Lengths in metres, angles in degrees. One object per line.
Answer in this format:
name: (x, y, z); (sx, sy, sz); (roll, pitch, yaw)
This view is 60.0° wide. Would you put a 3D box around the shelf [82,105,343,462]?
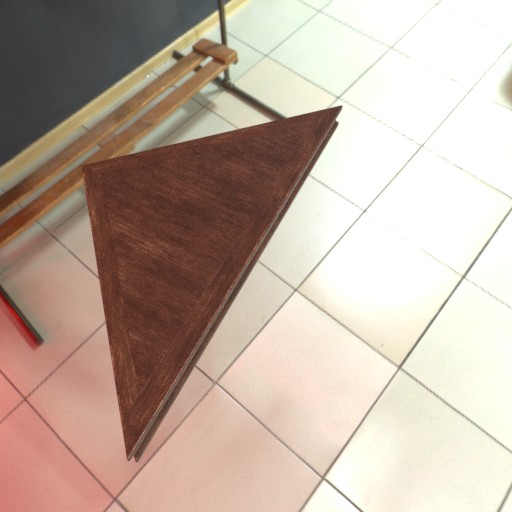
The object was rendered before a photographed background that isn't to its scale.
shelf: (0.000, 0.000, 0.438); (0.296, 0.035, 0.296); (-15, 64, -7)
